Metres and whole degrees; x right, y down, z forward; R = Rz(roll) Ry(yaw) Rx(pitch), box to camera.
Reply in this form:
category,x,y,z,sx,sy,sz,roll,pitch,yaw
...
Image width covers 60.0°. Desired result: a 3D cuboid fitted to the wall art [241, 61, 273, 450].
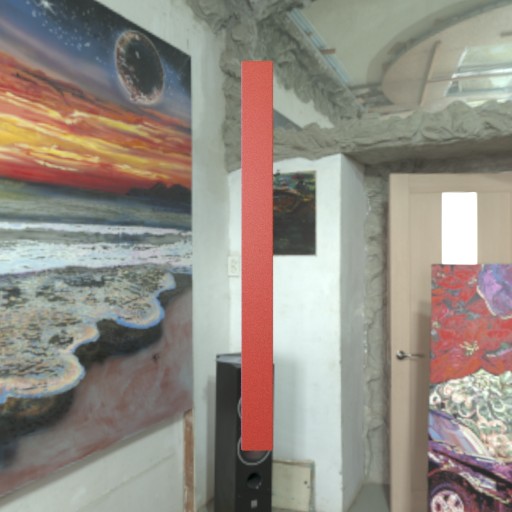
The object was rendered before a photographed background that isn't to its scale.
category,x,y,z,sx,sy,sz,roll,pitch,yaw
wall art,0.000,0.000,0.764,0.033,0.405,0.607,0,0,0
